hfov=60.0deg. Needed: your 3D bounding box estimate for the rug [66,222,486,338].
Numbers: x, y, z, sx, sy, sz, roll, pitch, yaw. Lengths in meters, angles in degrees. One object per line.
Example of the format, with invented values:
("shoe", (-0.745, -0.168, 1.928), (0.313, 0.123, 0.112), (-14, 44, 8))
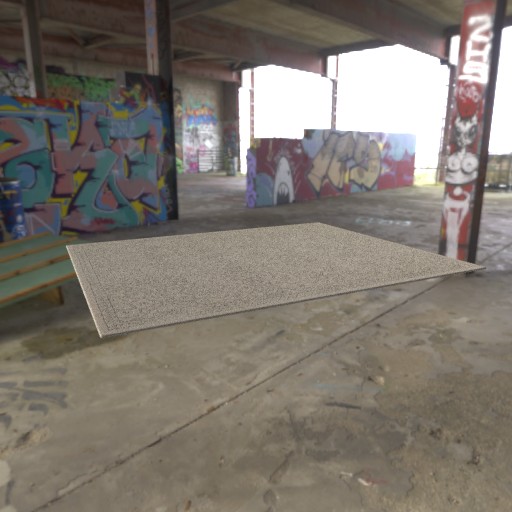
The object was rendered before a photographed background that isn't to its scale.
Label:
("rug", (0.000, 0.000, 4.059), (3.050, 0.015, 2.441), (-7, 16, -26))
